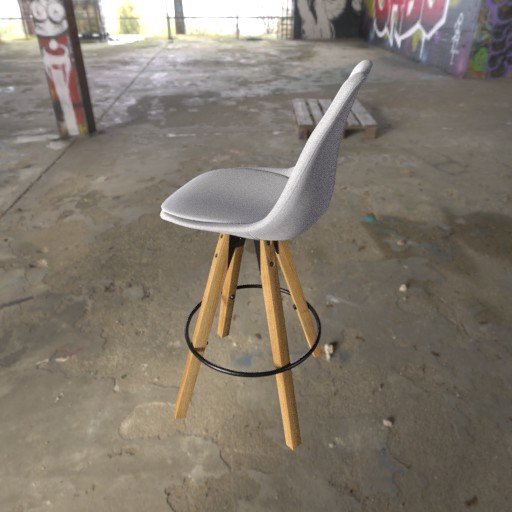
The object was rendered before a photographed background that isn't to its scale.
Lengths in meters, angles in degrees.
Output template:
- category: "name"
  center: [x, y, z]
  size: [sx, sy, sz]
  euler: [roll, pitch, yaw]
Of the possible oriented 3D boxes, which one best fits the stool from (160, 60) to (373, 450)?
- category: "stool"
  center: [0.000, 0.000, 1.375]
  size: [0.550, 1.115, 0.484]
  euler: [9, 32, 14]
